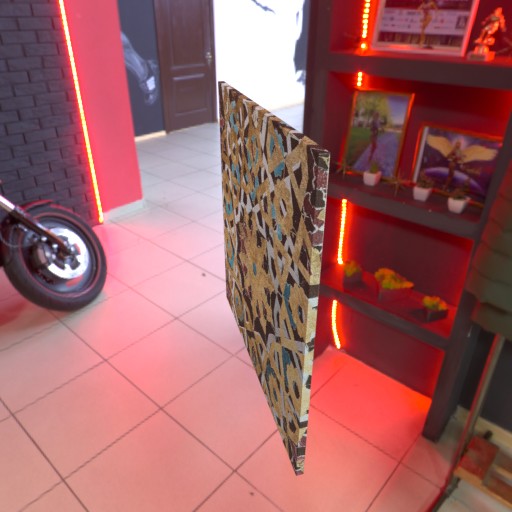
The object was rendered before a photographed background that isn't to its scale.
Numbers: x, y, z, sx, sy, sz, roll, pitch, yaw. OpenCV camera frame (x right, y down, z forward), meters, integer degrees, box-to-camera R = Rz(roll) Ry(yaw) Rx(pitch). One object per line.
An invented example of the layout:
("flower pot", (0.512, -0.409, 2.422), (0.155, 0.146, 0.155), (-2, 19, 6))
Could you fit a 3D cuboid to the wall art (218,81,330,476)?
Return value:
("wall art", (0.000, 0.000, 0.621), (0.010, 0.406, 0.404), (-8, 30, -14))
